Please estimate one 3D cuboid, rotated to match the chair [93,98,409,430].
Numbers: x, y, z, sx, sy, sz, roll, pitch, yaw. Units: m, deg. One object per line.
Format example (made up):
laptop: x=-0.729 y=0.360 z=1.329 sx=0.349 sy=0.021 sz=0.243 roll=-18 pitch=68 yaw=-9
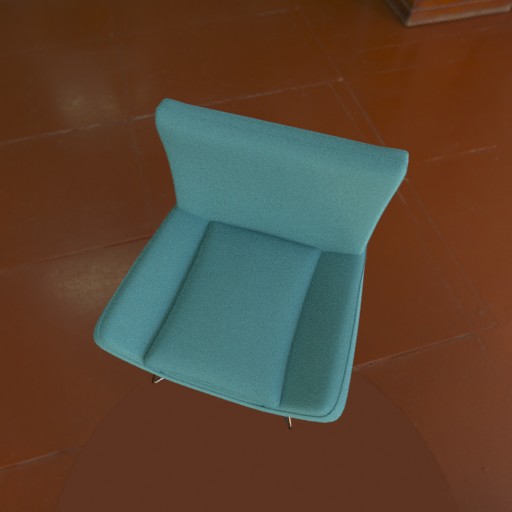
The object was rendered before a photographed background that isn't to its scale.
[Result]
chair: x=0.000 y=0.000 z=1.658 sx=0.859 sy=0.855 sz=1.008 roll=15 pitch=59 yaw=10
